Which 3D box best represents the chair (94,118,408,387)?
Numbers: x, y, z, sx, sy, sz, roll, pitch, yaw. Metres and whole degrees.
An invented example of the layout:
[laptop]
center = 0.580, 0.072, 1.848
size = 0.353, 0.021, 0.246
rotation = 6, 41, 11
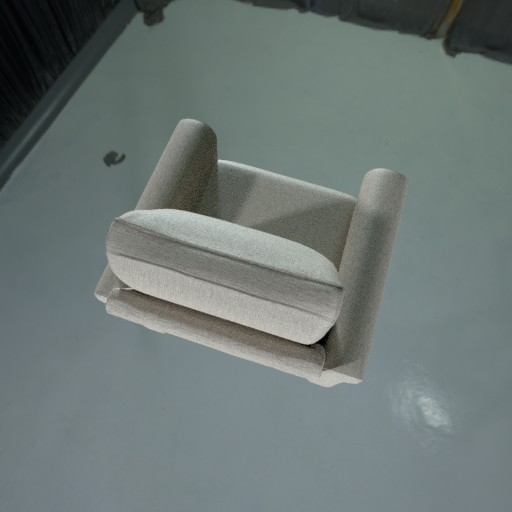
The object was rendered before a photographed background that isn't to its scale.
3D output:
[chair]
center = 0.000, 0.000, 2.252
size = 1.275, 1.349, 1.180
rotation = 16, 65, 8
